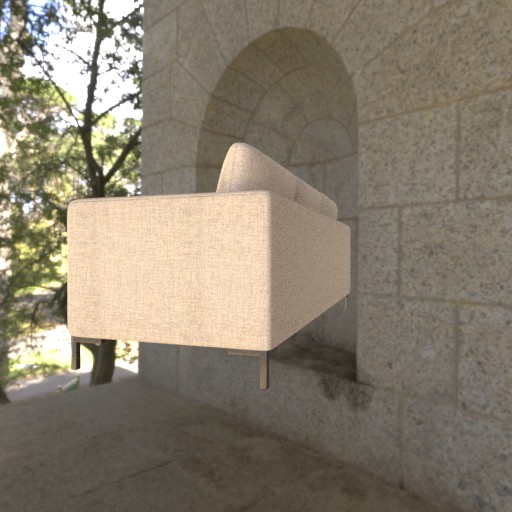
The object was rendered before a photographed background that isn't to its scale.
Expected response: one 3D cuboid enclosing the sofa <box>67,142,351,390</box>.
[{"bbox_3d":[0.000,0.000,2.640,0.859,0.874,2.218,0,1,19],"label":"sofa"}]
